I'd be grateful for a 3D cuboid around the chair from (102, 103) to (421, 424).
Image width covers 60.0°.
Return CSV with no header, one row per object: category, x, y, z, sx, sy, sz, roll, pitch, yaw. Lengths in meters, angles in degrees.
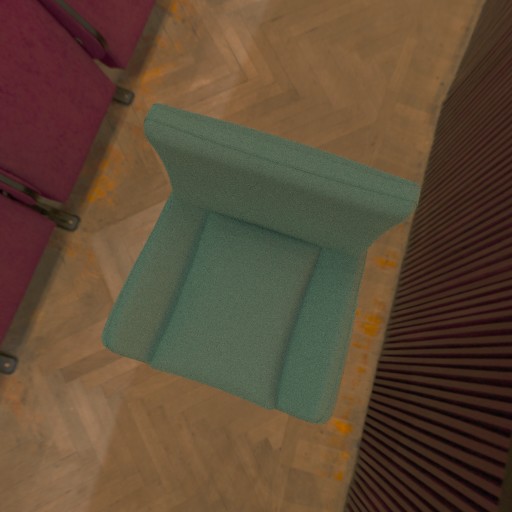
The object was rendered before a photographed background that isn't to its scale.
chair,0.000,0.000,1.647,0.859,0.855,1.008,18,78,4
